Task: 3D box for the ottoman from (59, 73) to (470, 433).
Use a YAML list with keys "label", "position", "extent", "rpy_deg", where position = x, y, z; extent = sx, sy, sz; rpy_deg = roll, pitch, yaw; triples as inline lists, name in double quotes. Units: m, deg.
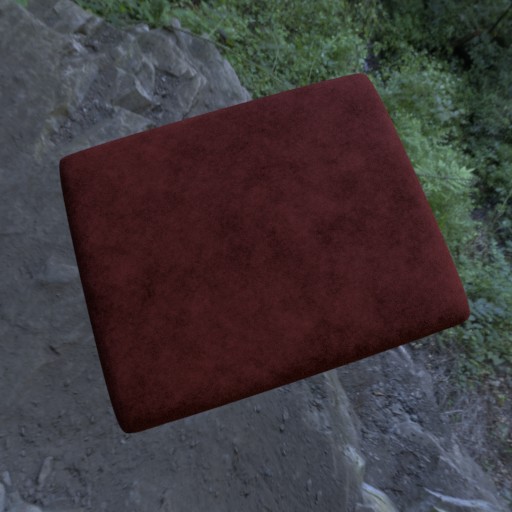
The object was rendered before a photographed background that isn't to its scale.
- label: "ottoman"
  position: [0.000, 0.000, 1.159]
  extent: [0.782, 0.462, 0.650]
  rpy_deg: [-17, 77, -4]
